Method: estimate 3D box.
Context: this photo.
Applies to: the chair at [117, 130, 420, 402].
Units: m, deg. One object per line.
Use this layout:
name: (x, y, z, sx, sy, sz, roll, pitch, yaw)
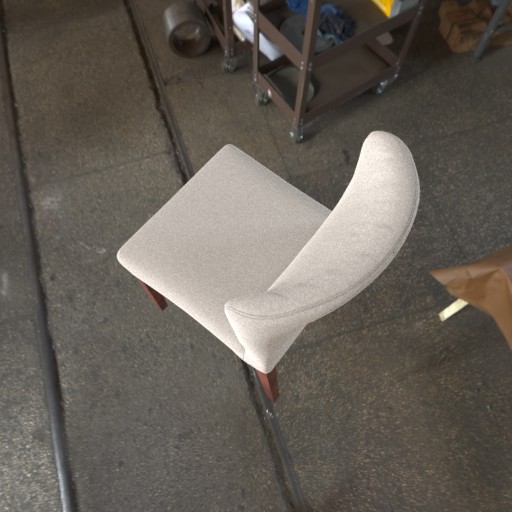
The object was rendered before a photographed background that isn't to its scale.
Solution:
chair: (0.000, 0.000, 1.177, 0.592, 0.839, 0.491, 35, 70, 15)
